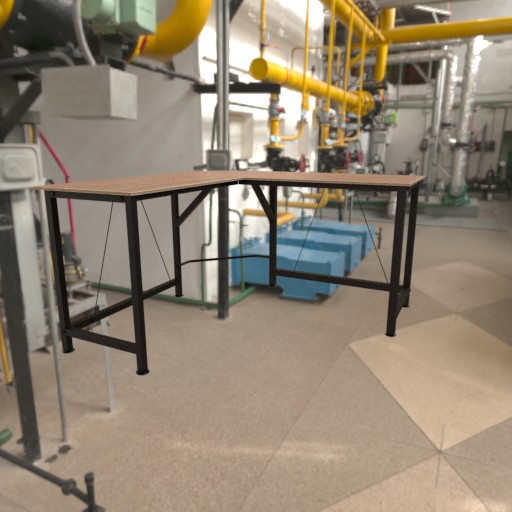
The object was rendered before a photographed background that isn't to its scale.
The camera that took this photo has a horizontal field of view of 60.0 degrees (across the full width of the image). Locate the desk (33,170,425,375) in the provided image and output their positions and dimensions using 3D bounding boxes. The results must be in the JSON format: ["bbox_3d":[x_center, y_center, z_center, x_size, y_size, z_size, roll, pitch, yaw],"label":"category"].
[{"bbox_3d":[0.000,0.000,2.260,1.400,0.762,1.400,7,16,26],"label":"desk"}]
